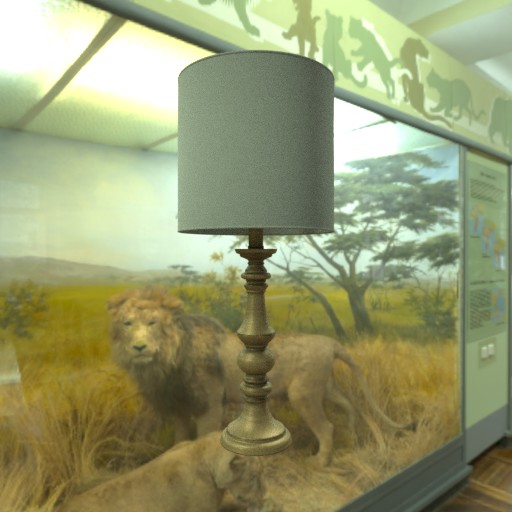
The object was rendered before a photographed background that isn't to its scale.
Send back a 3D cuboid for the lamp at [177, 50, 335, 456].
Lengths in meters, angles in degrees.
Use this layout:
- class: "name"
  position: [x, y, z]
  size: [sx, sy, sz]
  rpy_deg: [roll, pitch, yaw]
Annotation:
- class: "lamp"
  position: [0.000, 0.000, 0.718]
  size: [0.250, 0.597, 0.250]
  rpy_deg: [0, 0, 18]
